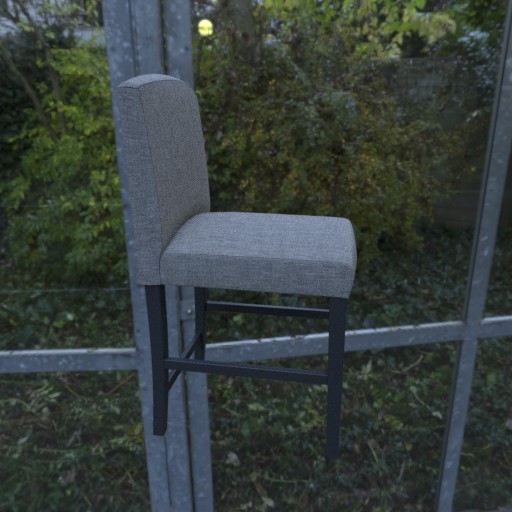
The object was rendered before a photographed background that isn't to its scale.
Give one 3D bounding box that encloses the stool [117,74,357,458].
[{"bbox_3d":[0.000,0.000,1.262,0.552,0.966,0.451,3,17,10],"label":"stool"}]
